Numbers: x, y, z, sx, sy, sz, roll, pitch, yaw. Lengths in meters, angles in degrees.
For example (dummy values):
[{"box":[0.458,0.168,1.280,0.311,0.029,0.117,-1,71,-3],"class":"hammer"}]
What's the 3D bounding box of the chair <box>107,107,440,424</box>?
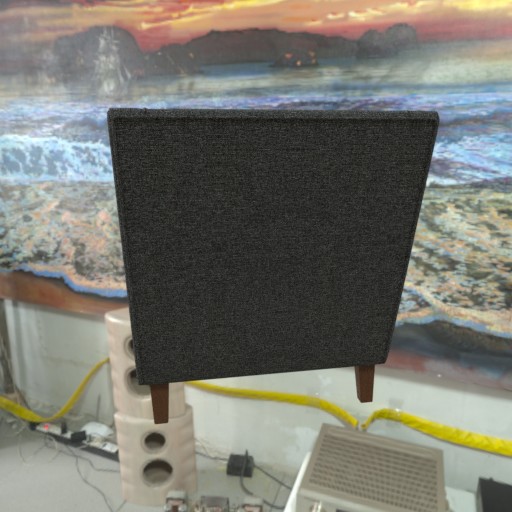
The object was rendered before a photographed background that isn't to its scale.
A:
[{"box":[0.000,0.000,1.775,0.942,1.082,0.927,-3,16,-9],"class":"chair"}]
